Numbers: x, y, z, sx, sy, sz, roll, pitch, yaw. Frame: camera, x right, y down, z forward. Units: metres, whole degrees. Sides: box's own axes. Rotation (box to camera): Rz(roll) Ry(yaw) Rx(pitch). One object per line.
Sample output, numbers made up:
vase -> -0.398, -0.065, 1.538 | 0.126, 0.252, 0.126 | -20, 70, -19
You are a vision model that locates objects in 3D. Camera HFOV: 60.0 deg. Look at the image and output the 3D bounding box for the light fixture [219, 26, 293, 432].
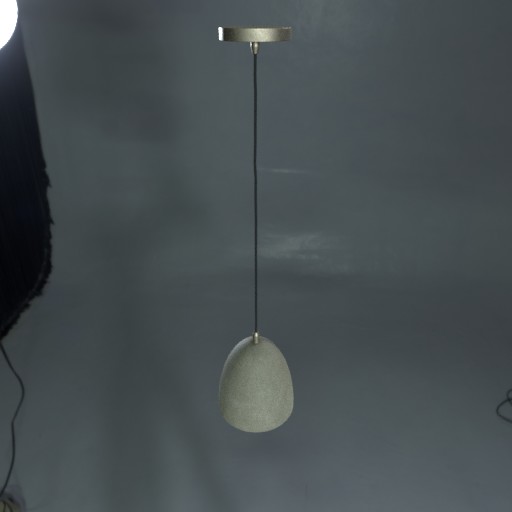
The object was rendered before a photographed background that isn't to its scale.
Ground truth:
light fixture -> 0.000, 0.000, 0.827 | 0.170, 0.759, 0.170 | 1, 29, 2
